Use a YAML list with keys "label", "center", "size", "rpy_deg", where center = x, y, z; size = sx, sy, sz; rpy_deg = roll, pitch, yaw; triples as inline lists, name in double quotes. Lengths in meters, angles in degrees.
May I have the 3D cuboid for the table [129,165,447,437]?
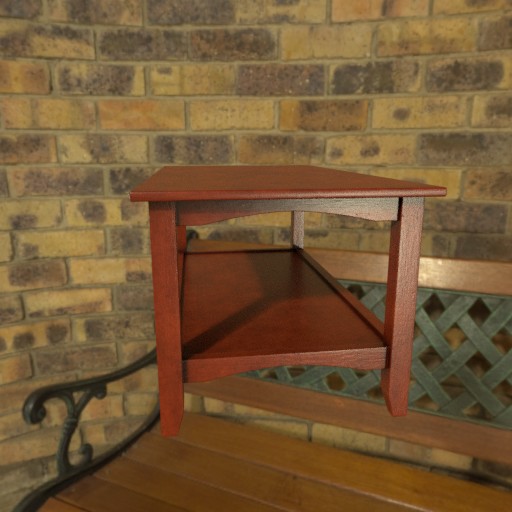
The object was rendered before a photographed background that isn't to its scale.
- label: "table"
  center: [0.000, 0.000, 1.233]
  size: [0.533, 0.456, 0.943]
  rpy_deg: [-2, 14, -8]
